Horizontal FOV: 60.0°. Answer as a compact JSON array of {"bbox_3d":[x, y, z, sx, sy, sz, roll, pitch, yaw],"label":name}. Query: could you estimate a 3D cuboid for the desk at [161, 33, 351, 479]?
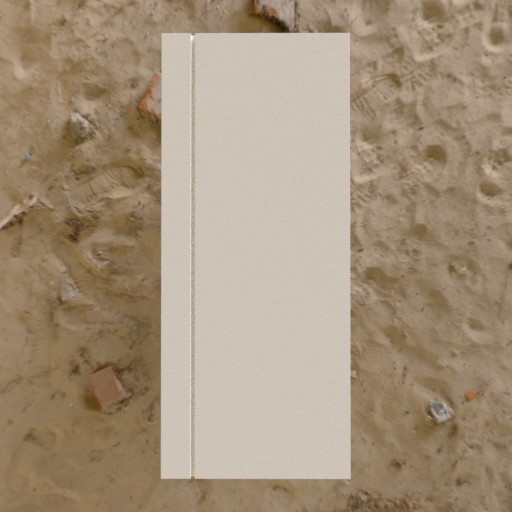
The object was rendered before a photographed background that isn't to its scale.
[{"bbox_3d":[0.000,0.000,1.950,0.670,0.760,1.580,0,90,0],"label":"desk"}]
